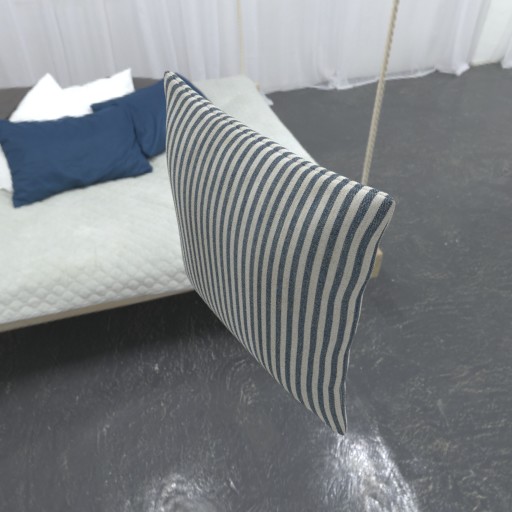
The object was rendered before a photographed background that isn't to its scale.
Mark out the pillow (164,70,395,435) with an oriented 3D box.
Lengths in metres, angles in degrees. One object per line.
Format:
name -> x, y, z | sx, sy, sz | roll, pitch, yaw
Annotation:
pillow -> 0.000, 0.000, 0.792 | 0.166, 0.510, 0.523 | -26, 47, -27
